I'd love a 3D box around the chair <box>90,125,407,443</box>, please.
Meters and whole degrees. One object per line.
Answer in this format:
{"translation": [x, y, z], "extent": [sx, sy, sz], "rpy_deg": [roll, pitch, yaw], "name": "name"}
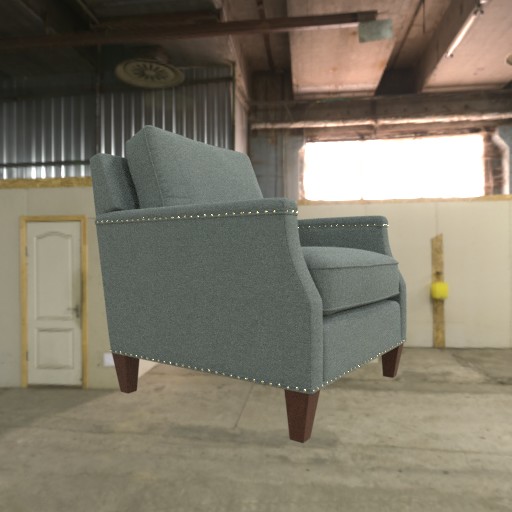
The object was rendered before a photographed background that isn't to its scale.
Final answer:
{"translation": [0.000, 0.000, 1.823], "extent": [1.031, 1.031, 0.885], "rpy_deg": [0, 1, 35], "name": "chair"}
